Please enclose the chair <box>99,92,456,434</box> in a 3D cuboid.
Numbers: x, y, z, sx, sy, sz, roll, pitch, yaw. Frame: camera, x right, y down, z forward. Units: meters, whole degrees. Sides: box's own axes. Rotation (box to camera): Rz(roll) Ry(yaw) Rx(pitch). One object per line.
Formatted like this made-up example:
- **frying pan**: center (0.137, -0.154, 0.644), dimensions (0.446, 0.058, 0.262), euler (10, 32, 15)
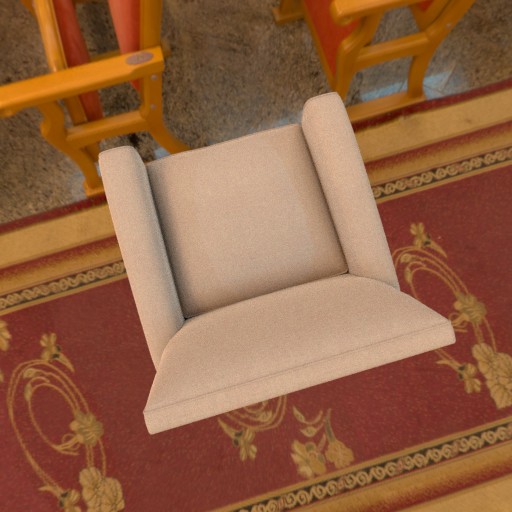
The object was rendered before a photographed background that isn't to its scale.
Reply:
- **chair**: center (0.000, 0.000, 1.540), dimensions (0.840, 0.846, 0.871), euler (-16, 77, -4)
